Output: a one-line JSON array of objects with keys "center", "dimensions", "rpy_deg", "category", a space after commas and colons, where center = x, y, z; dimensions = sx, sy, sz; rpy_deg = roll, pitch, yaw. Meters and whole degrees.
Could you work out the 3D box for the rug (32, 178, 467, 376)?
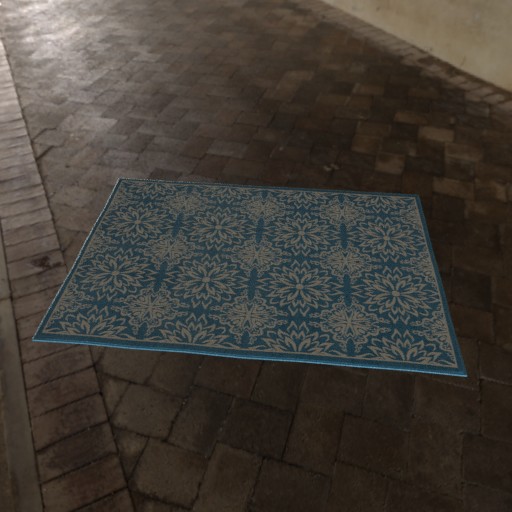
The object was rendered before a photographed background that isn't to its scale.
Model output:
[{"center": [0.000, 0.000, 2.281], "dimensions": [1.833, 0.012, 1.211], "rpy_deg": [4, 45, 4], "category": "rug"}]
